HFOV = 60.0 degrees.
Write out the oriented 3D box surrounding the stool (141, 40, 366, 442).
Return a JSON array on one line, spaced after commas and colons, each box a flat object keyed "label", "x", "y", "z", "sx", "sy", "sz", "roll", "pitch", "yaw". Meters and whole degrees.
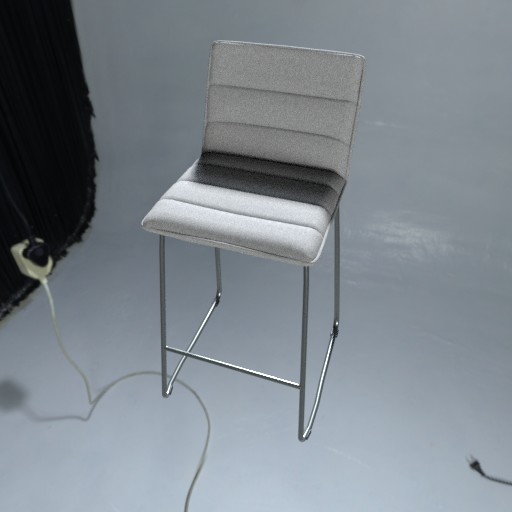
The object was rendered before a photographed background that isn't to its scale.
[{"label": "stool", "x": 0.000, "y": 0.000, "z": 1.211, "sx": 0.490, "sy": 0.960, "sz": 0.490, "roll": 13, "pitch": 43, "yaw": 14}]
